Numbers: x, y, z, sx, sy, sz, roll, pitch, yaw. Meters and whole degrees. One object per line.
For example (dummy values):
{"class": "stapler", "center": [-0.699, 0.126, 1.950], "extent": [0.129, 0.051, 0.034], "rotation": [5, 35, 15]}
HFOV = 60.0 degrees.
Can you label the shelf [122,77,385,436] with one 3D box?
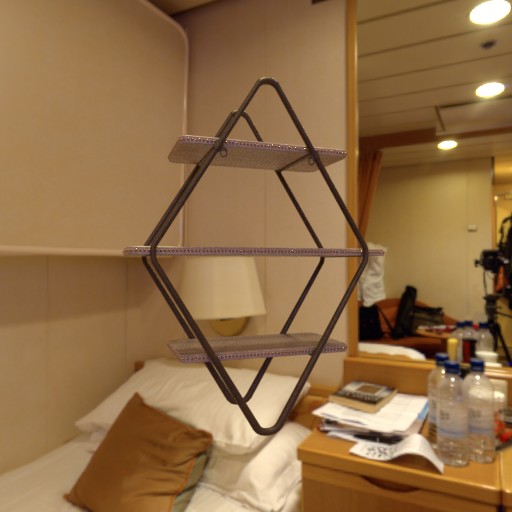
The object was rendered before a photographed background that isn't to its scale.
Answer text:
{"class": "shelf", "center": [0.000, 0.000, 1.063], "extent": [0.609, 0.774, 0.234], "rotation": [0, -1, -19]}
